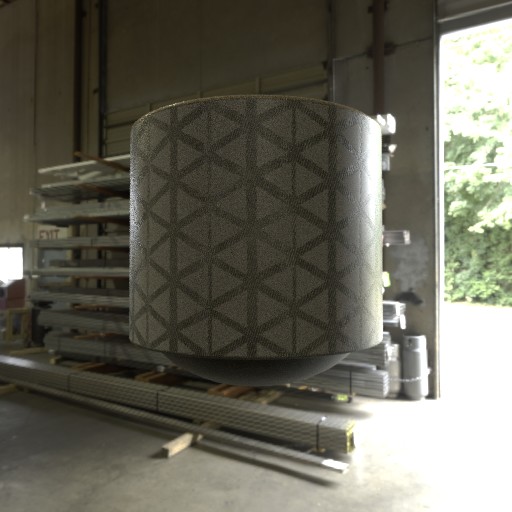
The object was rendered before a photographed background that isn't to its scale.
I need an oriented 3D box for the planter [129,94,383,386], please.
[{"bbox_3d":[0.000,0.000,0.347,0.190,0.181,0.190,0,-1,0],"label":"planter"}]
